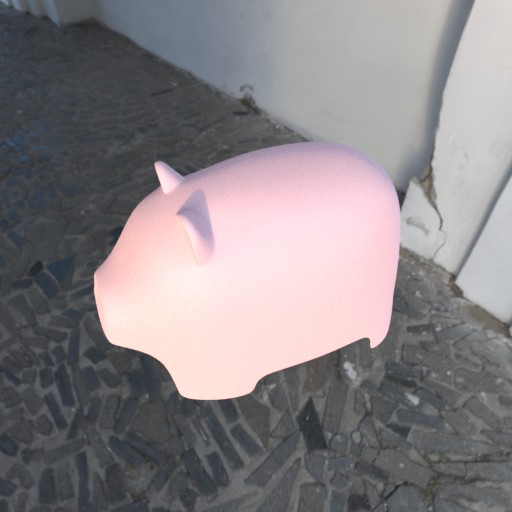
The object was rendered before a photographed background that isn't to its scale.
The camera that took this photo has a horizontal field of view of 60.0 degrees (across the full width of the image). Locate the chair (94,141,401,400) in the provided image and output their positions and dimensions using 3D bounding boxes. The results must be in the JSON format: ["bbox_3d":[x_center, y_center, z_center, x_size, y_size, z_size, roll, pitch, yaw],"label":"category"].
[{"bbox_3d":[0.000,0.000,0.868,0.619,0.423,0.364,-18,50,-16],"label":"chair"}]
